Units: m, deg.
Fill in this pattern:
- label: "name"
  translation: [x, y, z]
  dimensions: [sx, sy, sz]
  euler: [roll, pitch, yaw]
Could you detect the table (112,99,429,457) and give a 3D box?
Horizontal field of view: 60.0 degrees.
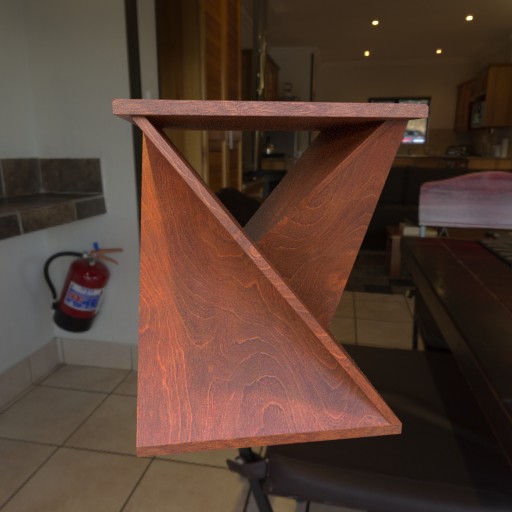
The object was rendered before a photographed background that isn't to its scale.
- label: "table"
  translation: [0.000, 0.000, 0.853]
  dimensions: [0.427, 0.520, 0.427]
  euler: [-2, 13, -8]
